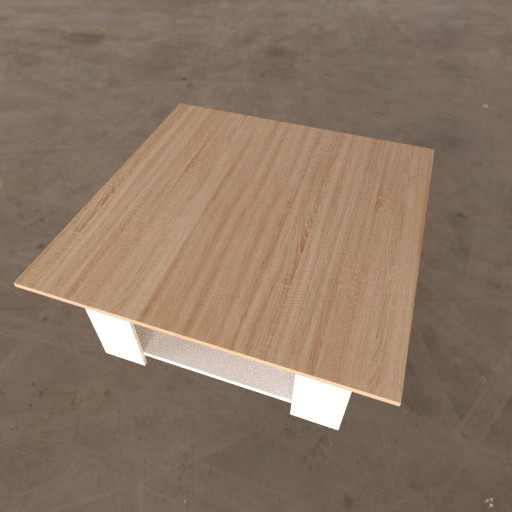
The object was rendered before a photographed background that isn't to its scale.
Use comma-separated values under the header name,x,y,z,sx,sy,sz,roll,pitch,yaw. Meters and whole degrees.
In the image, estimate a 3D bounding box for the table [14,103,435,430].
name,x,y,z,sx,sy,sz,roll,pitch,yaw
table,0.000,0.000,1.030,0.670,0.305,0.670,14,49,13
